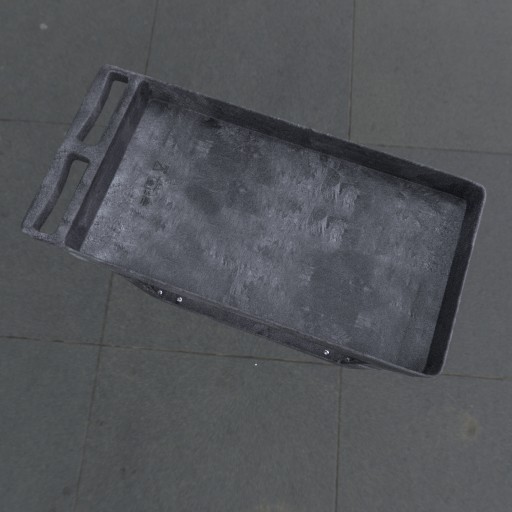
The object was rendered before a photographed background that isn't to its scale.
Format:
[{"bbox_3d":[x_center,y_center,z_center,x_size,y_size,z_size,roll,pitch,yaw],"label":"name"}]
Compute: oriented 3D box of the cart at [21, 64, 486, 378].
[{"bbox_3d":[0.000,0.000,1.302,0.877,0.824,0.420,19,77,5],"label":"cart"}]
